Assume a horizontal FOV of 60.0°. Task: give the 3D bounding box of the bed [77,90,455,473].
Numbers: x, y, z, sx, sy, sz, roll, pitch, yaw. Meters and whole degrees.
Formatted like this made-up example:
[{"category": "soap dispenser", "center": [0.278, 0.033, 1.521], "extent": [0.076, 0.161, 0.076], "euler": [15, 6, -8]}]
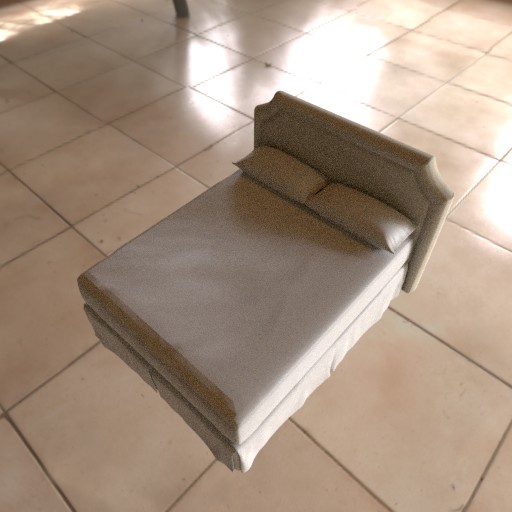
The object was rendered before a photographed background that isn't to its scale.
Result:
[{"category": "bed", "center": [0.000, 0.000, 3.260], "extent": [1.828, 1.297, 2.164], "euler": [34, 56, 27]}]
